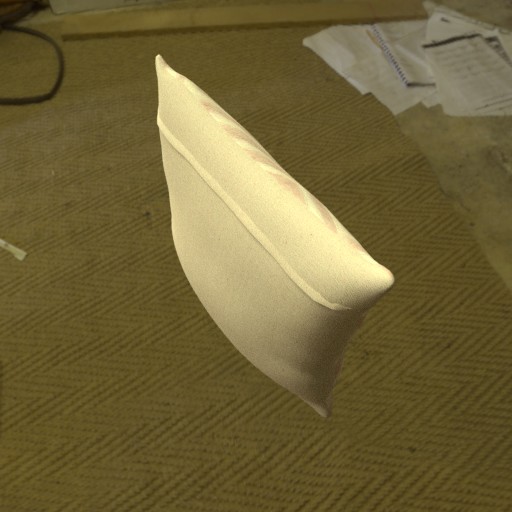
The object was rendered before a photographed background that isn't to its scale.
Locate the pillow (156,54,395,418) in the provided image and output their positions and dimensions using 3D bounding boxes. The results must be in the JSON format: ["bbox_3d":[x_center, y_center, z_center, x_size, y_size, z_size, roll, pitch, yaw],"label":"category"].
[{"bbox_3d":[0.000,0.000,0.661,0.182,0.441,0.440,-31,62,-19],"label":"pillow"}]
